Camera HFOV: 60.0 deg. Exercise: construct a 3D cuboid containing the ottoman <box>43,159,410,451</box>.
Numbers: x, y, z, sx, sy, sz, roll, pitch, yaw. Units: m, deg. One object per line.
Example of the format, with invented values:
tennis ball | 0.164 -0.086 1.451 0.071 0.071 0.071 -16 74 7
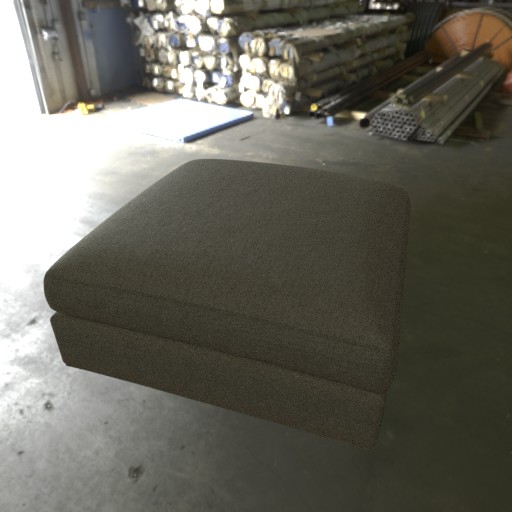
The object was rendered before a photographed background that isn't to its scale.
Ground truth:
ottoman | 0.000 0.000 1.627 1.041 0.470 1.041 10 33 16
